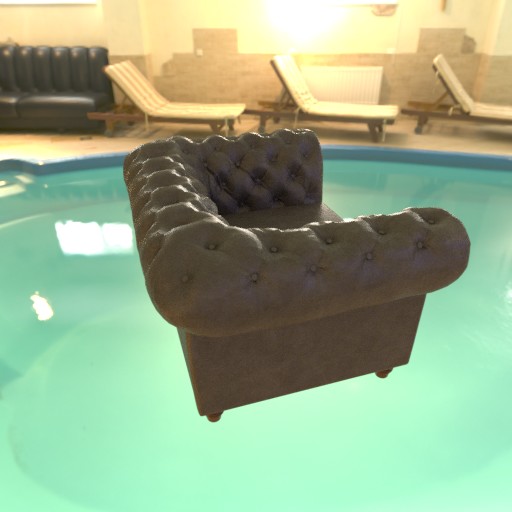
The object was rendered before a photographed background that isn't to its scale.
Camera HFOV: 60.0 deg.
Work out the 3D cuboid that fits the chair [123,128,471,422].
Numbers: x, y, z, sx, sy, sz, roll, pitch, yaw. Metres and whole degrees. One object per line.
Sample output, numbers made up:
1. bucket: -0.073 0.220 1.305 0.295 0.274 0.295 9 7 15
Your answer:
1. chair: 0.000 0.000 1.839 0.943 0.780 1.298 -9 31 -15
